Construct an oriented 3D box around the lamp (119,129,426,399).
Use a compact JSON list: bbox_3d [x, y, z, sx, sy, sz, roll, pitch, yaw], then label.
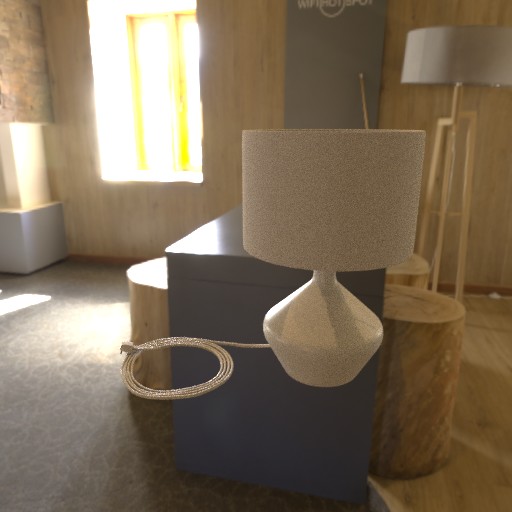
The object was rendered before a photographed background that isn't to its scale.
[{"bbox_3d":[0.000,0.000,0.837,0.546,0.457,0.401,9,19,27],"label":"lamp"}]
